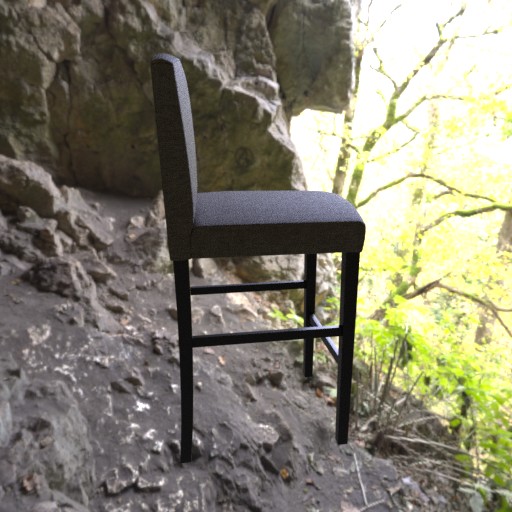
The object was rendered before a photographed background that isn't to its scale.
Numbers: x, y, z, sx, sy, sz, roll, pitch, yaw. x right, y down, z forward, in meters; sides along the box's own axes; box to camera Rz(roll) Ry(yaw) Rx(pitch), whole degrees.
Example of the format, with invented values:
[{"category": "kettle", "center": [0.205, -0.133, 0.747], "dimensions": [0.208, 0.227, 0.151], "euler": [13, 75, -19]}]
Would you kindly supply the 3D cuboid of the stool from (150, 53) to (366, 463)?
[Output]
[{"category": "stool", "center": [0.000, 0.000, 1.383], "dimensions": [0.552, 1.138, 0.451], "euler": [-3, 17, -9]}]
